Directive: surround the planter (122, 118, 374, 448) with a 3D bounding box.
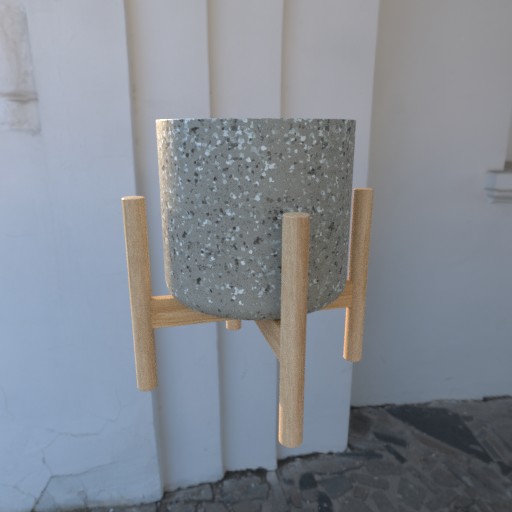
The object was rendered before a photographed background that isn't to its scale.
[{"bbox_3d":[0.000,0.000,0.547,0.284,0.320,0.284,2,16,7],"label":"planter"}]
